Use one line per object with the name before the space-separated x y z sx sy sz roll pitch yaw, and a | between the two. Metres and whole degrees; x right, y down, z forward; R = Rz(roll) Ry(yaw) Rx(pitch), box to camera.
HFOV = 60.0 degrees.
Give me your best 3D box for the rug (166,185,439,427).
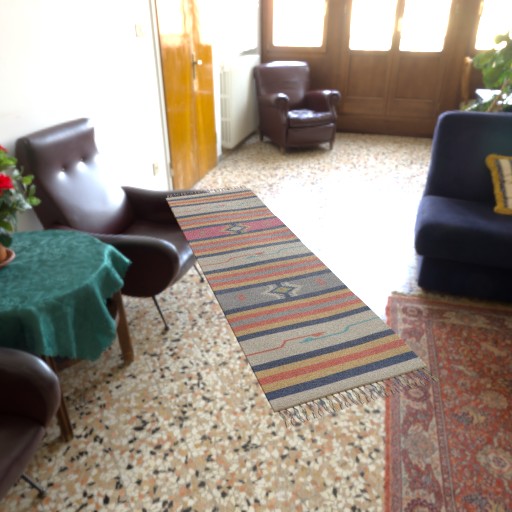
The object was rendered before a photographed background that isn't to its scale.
rug | 0.000 0.000 2.688 0.695 0.017 2.455 -10 30 -17
